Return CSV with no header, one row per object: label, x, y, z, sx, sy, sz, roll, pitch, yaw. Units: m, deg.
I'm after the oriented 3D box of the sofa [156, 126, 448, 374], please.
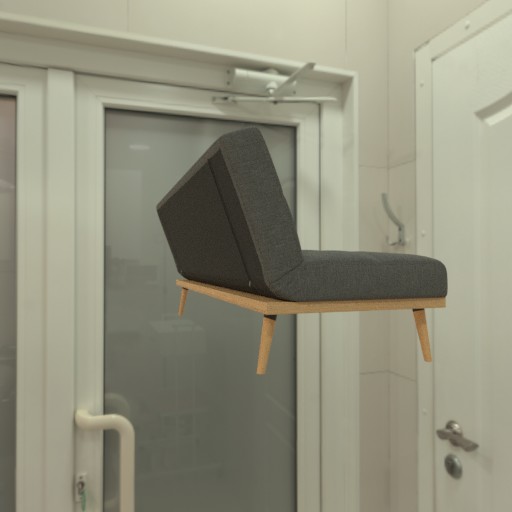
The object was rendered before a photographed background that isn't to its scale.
sofa,0.000,0.000,2.255,0.820,0.770,1.820,0,-1,-19
